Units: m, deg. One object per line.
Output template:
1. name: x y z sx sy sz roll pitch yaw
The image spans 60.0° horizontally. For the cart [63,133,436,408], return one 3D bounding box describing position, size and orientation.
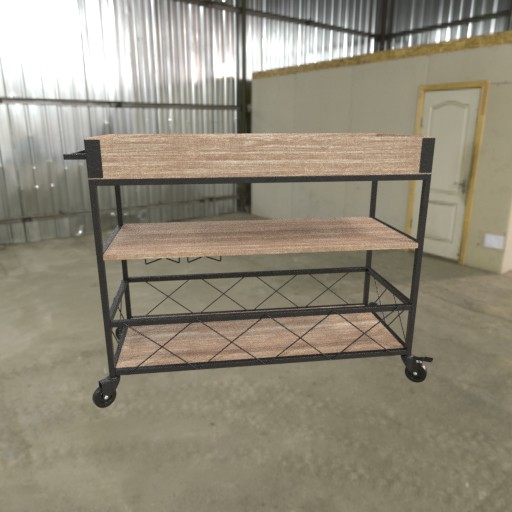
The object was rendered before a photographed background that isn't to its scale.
1. cart: 0.000 0.000 1.498 1.101 0.787 0.500 -2 17 -8
